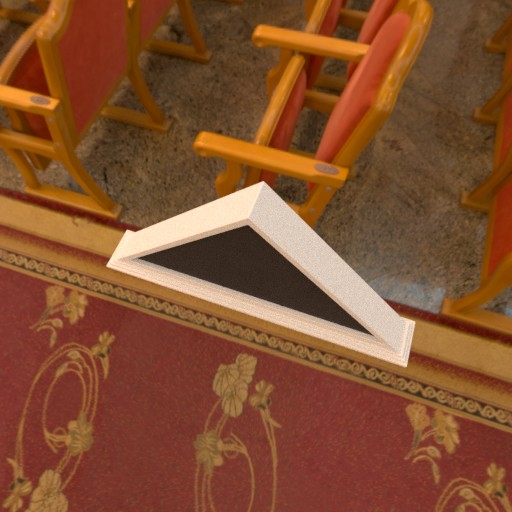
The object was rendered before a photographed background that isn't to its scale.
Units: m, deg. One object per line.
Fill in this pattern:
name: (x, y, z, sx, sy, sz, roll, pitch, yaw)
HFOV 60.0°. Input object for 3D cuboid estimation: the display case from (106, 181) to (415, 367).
display case: (0.000, 0.000, 0.765, 0.640, 0.340, 0.095, 17, 64, 9)
